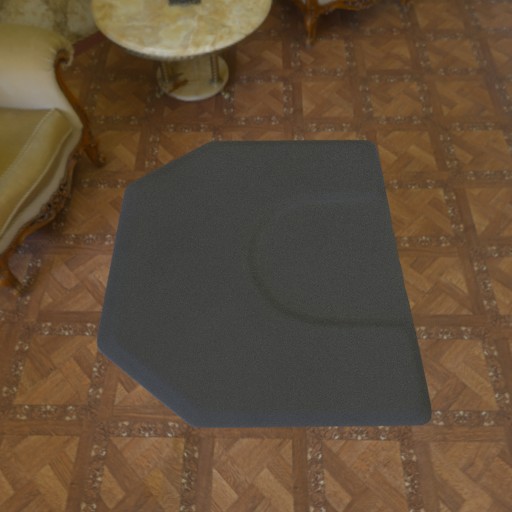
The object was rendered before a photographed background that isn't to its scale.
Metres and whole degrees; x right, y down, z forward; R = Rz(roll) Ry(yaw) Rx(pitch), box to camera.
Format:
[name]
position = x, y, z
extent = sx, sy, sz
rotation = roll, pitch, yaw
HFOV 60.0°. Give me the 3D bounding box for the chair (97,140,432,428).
[chair]
position = 0.000, 0.000, 1.872
extent = 1.219, 0.024, 1.372
rotation = 0, 58, 0
